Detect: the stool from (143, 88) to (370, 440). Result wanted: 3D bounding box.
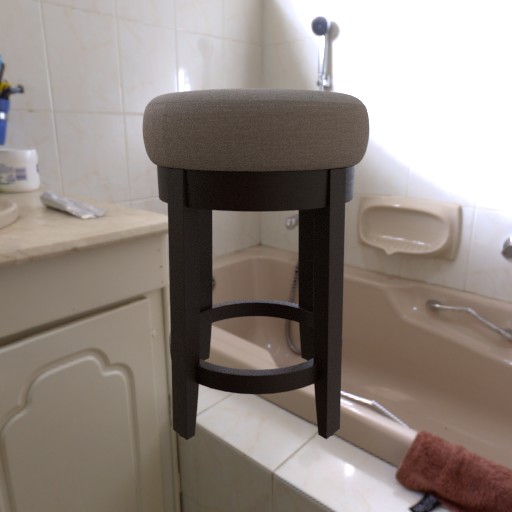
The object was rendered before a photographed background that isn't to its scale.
[{"bbox_3d":[0.000,0.000,0.960,0.443,0.672,0.443,0,16,0],"label":"stool"}]
